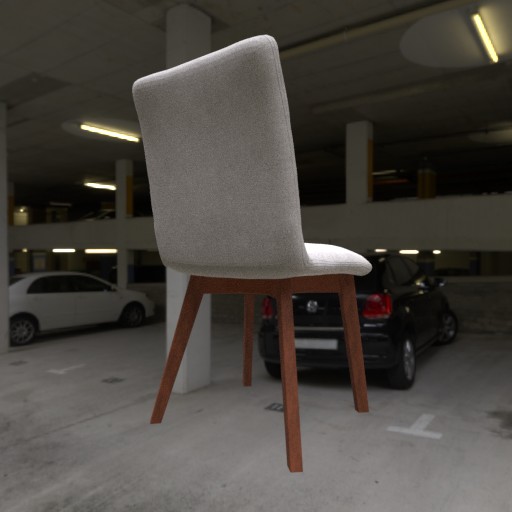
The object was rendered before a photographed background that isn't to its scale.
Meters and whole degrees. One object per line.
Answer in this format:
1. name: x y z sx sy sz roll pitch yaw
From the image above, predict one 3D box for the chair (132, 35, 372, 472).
1. chair: 0.000 0.000 1.294 0.522 0.974 0.563 1 1 36
